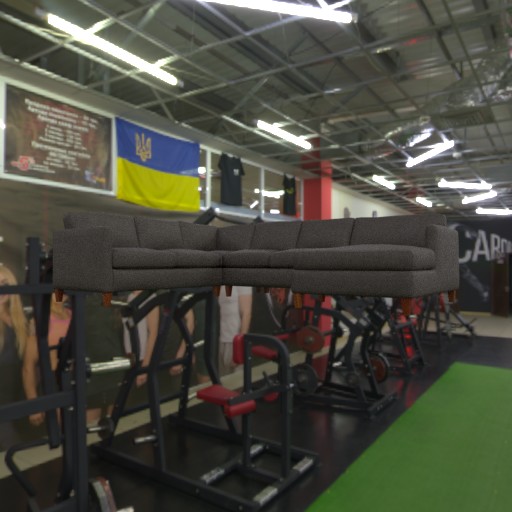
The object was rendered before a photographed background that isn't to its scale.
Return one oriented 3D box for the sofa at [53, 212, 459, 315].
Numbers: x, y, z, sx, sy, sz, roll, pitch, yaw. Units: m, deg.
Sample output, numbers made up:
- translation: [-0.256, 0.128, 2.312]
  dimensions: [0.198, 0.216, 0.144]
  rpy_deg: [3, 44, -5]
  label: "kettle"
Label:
- translation: [0.000, 0.000, 4.637]
  dimensions: [3.460, 0.961, 2.594]
  rpy_deg: [-1, -1, 36]
  label: "sofa"
